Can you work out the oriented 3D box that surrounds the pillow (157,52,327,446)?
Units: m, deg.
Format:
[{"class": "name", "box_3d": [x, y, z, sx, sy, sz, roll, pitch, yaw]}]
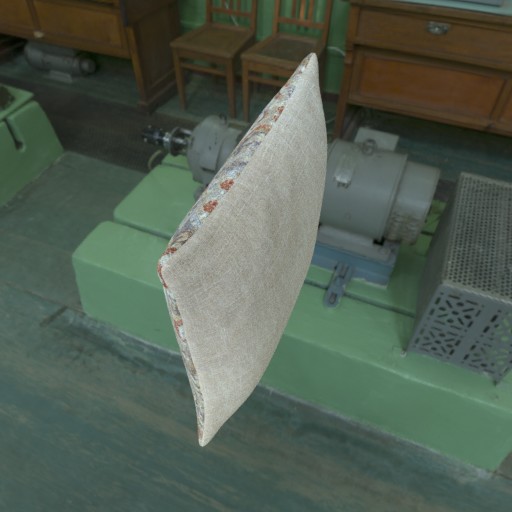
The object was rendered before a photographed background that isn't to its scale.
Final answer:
[{"class": "pillow", "box_3d": [0.000, 0.000, 0.772, 0.166, 0.506, 0.523, 16, 50, 14]}]
